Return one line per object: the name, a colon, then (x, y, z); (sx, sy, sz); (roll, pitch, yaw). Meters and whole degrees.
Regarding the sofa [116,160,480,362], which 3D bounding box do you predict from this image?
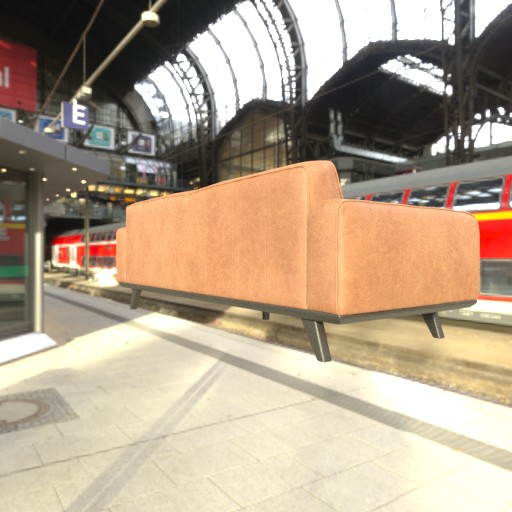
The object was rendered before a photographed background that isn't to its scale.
sofa: (0.000, 0.000, 2.674); (0.953, 0.780, 2.270); (0, 0, -36)
